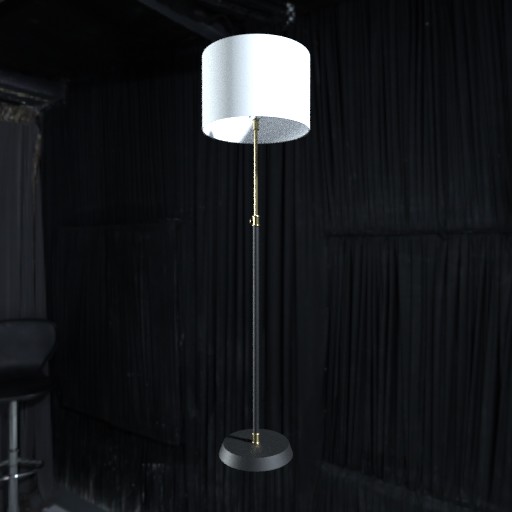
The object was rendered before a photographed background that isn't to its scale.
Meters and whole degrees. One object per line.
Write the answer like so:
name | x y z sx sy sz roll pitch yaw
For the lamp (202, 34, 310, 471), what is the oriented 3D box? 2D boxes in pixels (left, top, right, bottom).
lamp | 0.000 0.000 1.691 0.404 1.517 0.404 1 2 35
